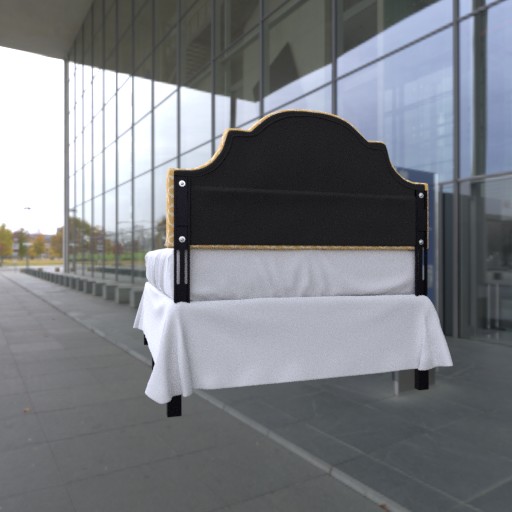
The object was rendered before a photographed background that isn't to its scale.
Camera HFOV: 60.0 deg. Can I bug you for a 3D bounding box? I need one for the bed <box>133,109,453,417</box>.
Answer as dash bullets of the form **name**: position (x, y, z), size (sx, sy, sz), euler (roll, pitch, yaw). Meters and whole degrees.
- **bed**: position (0.000, 0.000, 3.395), size (1.780, 1.633, 2.222), euler (0, 0, -18)
